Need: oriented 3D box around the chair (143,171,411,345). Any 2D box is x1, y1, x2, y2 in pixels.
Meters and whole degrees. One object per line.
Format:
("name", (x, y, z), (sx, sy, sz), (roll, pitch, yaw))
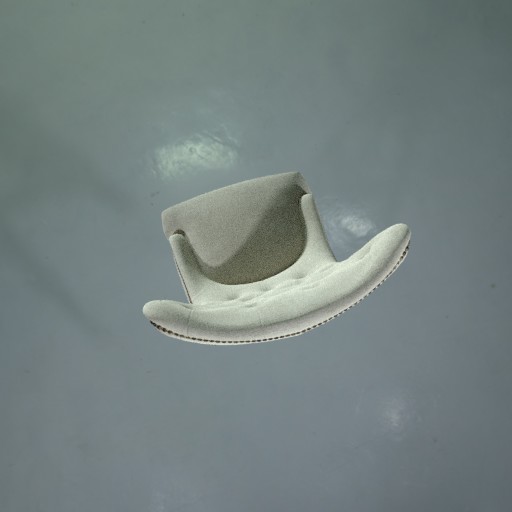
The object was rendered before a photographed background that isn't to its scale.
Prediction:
("chair", (0.000, 0.000, 1.438), (0.584, 1.065, 0.590), (-17, 77, -4))
